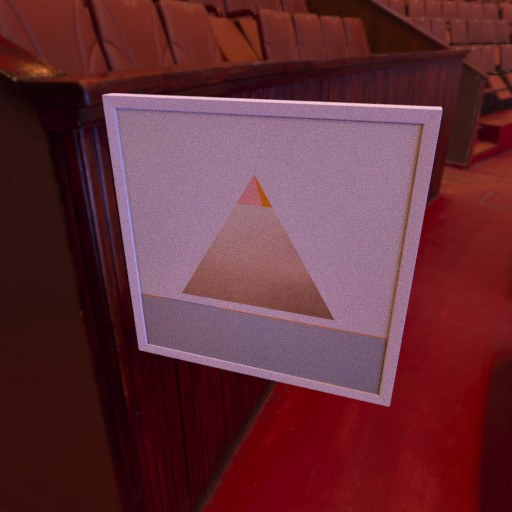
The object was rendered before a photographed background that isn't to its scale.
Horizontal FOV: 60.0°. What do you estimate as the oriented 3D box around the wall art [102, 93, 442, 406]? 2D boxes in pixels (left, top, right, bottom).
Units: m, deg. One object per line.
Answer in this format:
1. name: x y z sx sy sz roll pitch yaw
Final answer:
1. wall art: 0.000 0.000 1.146 0.768 0.765 0.041 8 27 16
